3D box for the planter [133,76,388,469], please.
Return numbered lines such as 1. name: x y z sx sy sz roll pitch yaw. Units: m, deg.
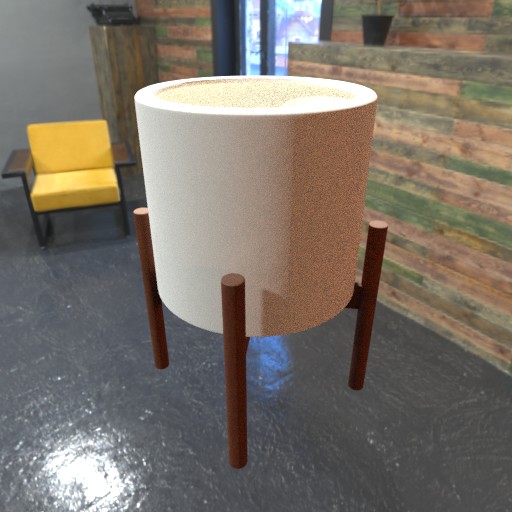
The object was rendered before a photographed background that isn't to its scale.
1. planter: 0.000 0.000 0.503 0.224 0.358 0.224 -19 34 -31
